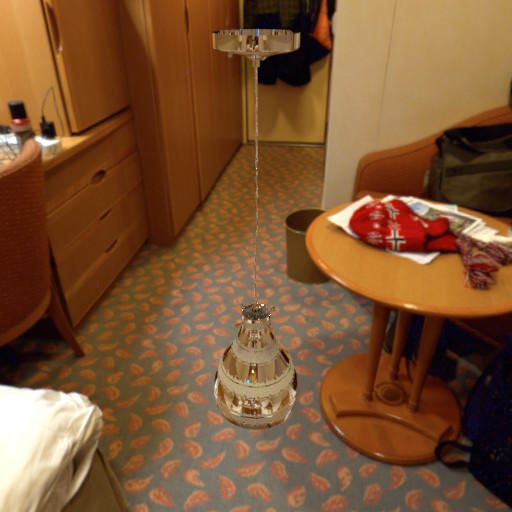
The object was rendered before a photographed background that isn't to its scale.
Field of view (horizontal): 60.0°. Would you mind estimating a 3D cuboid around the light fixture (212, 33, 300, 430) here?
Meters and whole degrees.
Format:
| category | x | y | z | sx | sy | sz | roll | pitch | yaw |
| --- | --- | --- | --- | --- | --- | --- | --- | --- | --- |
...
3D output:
| category | x | y | z | sx | sy | sz | roll | pitch | yaw |
| --- | --- | --- | --- | --- | --- | --- | --- | --- | --- |
| light fixture | 0.000 | 0.000 | 1.613 | 0.374 | 1.457 | 0.374 | -21 | 36 | -31 |
